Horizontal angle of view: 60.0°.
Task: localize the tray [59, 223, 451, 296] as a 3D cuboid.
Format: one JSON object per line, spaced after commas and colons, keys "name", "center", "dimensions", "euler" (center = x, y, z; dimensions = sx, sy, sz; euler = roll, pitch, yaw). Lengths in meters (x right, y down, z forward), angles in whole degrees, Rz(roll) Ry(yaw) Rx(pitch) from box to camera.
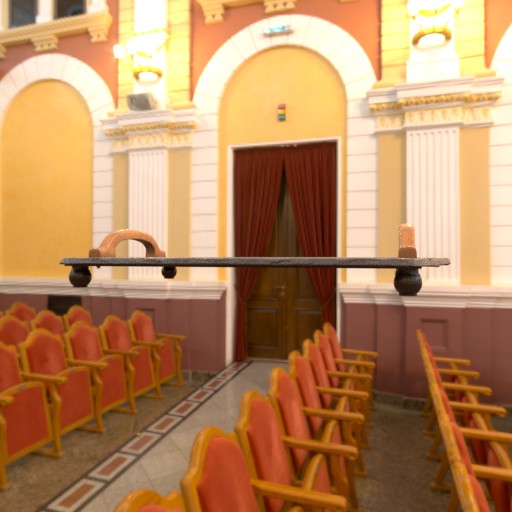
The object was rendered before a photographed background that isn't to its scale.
{"name": "tray", "center": [0.000, 0.000, 0.480], "dimensions": [0.387, 0.062, 0.231], "euler": [0, 0, 18]}
